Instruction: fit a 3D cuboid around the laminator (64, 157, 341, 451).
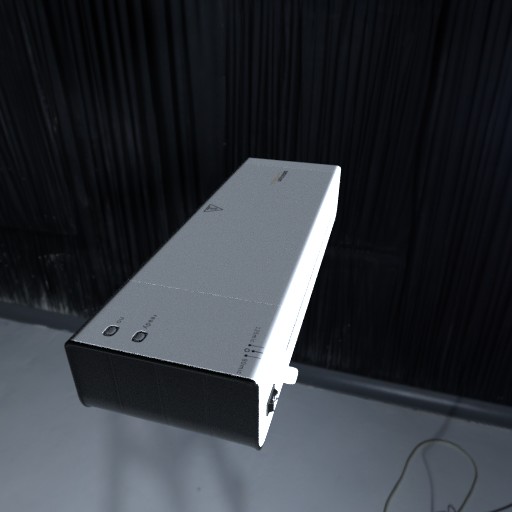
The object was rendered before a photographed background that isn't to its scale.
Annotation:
[{"bbox_3d":[0.000,0.000,0.384,0.123,0.062,0.340,8,31,14],"label":"laminator"}]
